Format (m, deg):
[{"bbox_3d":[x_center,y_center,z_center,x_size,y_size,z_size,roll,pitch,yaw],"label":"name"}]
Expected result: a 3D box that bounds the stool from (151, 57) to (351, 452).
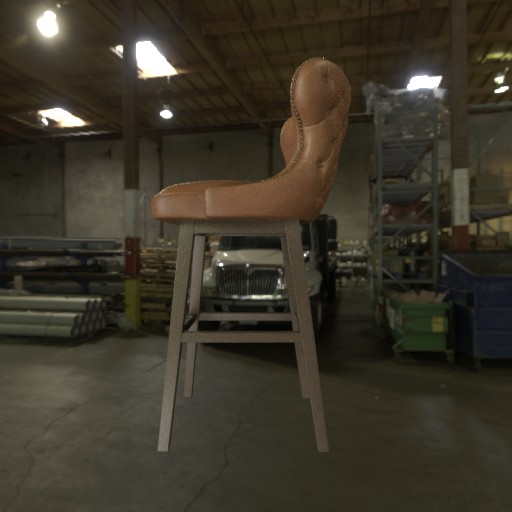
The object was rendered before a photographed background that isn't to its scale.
[{"bbox_3d":[0.000,0.000,1.461,0.606,1.087,0.591,0,1,0],"label":"stool"}]
